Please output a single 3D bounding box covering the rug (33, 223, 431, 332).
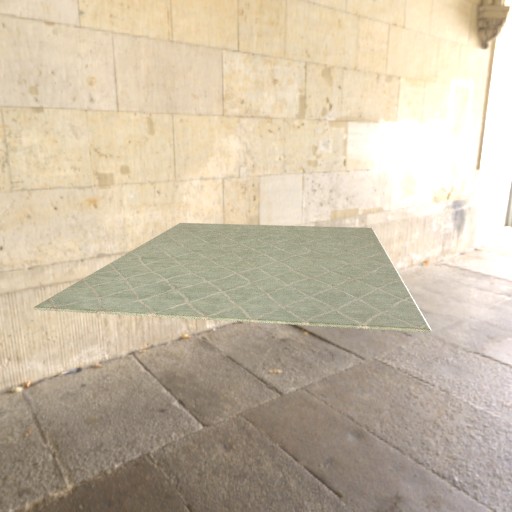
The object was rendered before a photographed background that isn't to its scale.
[{"bbox_3d":[0.000,0.000,4.100,2.420,0.019,3.039,2,15,8],"label":"rug"}]
